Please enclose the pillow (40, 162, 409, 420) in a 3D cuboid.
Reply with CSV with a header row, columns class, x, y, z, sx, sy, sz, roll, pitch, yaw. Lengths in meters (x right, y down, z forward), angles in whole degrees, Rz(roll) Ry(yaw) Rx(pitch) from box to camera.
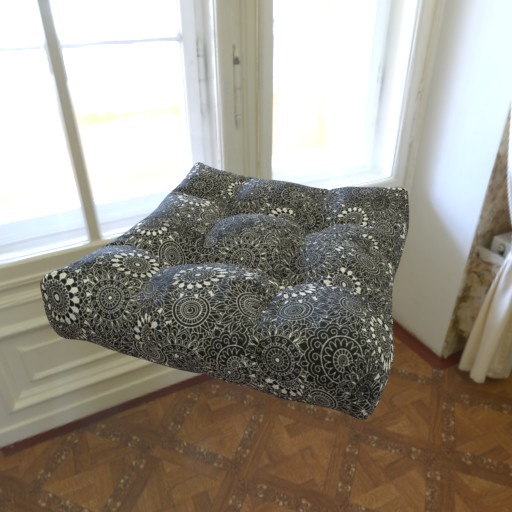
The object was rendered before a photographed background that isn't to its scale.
class,x,y,z,sx,sy,sz,roll,pitch,yaw
pillow,0.000,0.000,0.735,0.468,0.128,0.490,10,33,16
